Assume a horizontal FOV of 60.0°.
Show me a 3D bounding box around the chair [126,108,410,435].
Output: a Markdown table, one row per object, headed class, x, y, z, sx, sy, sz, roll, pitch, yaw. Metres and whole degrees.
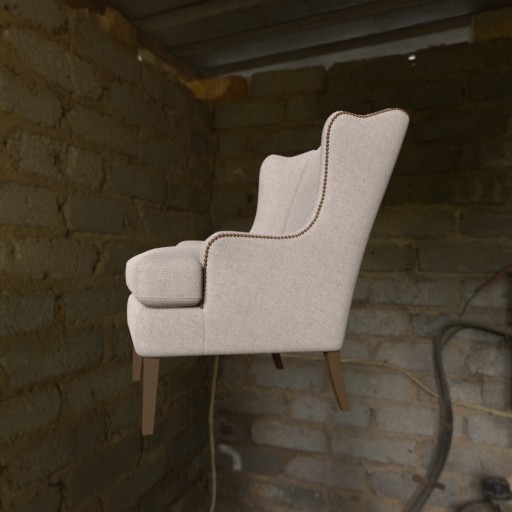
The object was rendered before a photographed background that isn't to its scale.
| class | x | y | z | sx | sy | sz | roll | pitch | yaw |
| --- | --- | --- | --- | --- | --- | --- | --- | --- | --- |
| chair | 0.000 | 0.000 | 1.695 | 0.940 | 1.029 | 0.737 | 0 | -1 | -18 |
